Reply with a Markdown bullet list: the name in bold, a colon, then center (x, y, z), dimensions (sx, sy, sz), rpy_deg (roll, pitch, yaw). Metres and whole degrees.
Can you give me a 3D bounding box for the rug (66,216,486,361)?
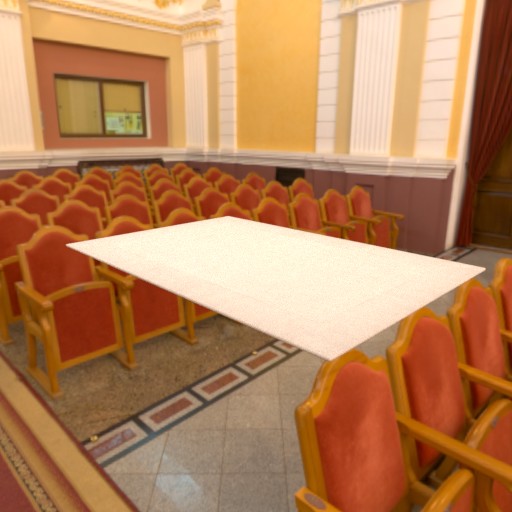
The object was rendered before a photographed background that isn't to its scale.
- **rug**: center (0.000, 0.000, 2.284), dimensions (1.219, 0.013, 1.829), rpy_deg (-15, 22, -42)
